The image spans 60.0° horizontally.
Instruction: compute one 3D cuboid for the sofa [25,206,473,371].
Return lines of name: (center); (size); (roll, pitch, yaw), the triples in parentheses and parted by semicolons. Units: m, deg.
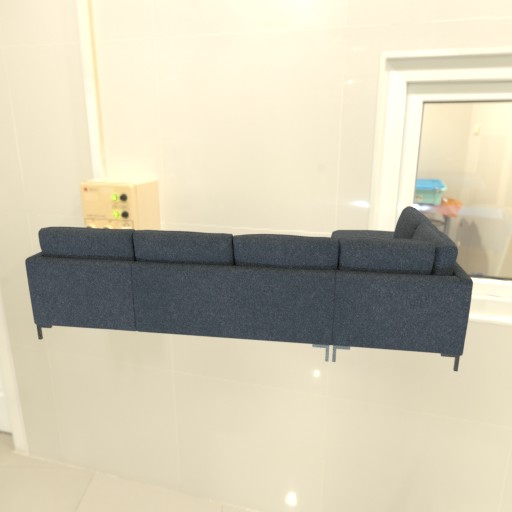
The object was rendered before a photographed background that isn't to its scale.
sofa: (0.000, 0.000, 3.801); (2.956, 0.813, 2.007); (2, 17, 8)
